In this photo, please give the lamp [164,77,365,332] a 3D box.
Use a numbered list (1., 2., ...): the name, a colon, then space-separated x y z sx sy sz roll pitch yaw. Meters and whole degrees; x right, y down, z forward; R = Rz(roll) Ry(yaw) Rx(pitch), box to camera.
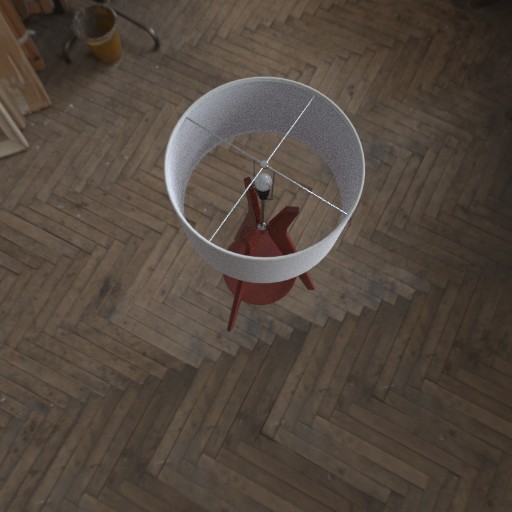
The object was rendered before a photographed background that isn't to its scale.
1. lamp: 0.000 0.000 1.744 0.539 1.472 0.542 33 77 8
